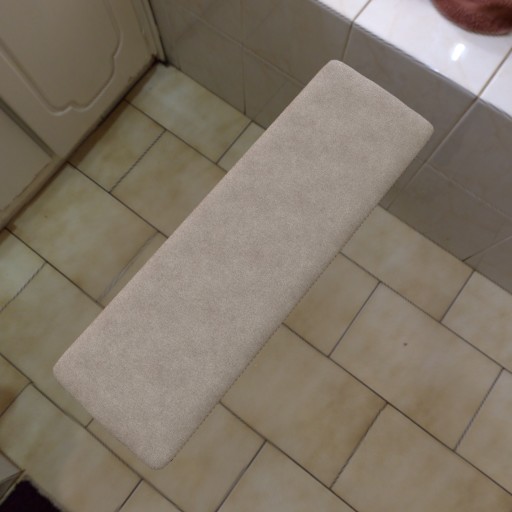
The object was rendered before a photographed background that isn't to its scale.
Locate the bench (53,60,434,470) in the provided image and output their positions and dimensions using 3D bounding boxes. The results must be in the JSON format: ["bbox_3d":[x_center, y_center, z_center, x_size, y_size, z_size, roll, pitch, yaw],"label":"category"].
[{"bbox_3d":[0.000,0.000,1.662,0.470,0.447,1.482,39,79,9],"label":"bench"}]
